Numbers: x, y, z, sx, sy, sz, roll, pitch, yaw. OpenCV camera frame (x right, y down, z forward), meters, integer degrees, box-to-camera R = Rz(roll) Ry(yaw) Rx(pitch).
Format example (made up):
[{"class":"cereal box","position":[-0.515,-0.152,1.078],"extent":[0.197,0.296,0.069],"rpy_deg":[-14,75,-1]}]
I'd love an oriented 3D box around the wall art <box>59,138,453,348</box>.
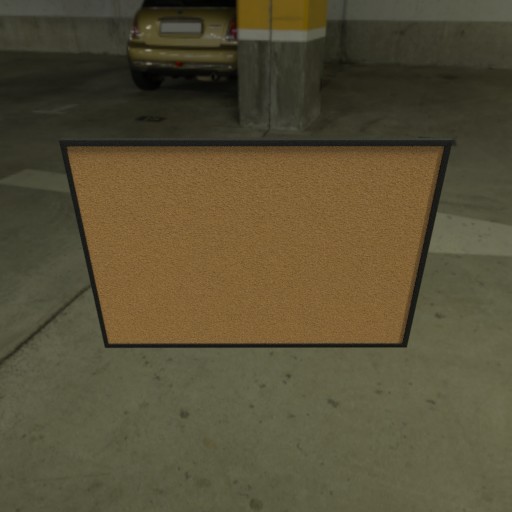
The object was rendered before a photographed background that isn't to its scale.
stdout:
[{"class":"wall art","position":[0.000,0.000,0.867],"extent":[0.664,0.458,0.013],"rpy_deg":[0,30,0]}]
